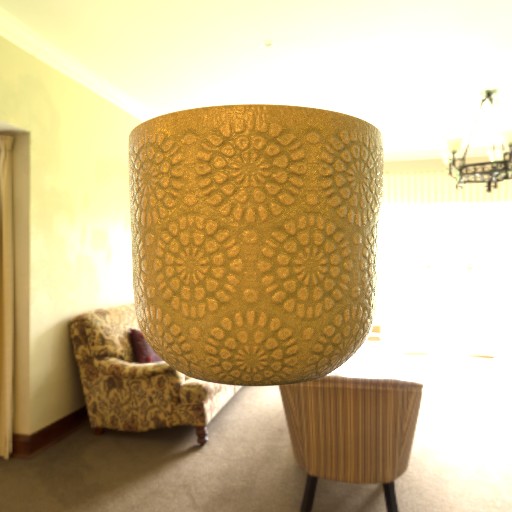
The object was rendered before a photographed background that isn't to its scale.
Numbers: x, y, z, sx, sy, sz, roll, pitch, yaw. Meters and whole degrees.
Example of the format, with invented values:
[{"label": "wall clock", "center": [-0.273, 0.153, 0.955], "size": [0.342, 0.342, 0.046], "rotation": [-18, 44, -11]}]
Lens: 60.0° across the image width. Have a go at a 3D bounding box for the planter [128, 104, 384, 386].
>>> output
[{"label": "planter", "center": [0.000, 0.000, 0.306], "size": [0.169, 0.153, 0.169], "rotation": [0, 0, 0]}]
